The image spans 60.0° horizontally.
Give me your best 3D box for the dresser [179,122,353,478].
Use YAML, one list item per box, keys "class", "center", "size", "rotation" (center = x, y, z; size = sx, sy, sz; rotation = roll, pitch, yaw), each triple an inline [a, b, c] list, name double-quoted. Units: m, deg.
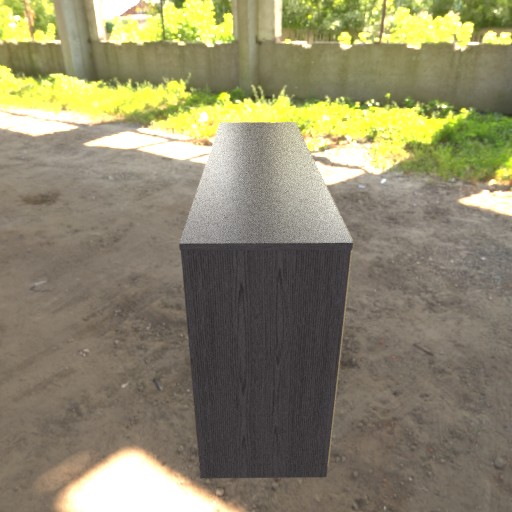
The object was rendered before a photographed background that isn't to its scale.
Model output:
- class: "dresser"
  center: [0.000, 0.000, 1.704]
  size: [0.401, 0.755, 1.360]
  rotation: [0, 27, -1]
